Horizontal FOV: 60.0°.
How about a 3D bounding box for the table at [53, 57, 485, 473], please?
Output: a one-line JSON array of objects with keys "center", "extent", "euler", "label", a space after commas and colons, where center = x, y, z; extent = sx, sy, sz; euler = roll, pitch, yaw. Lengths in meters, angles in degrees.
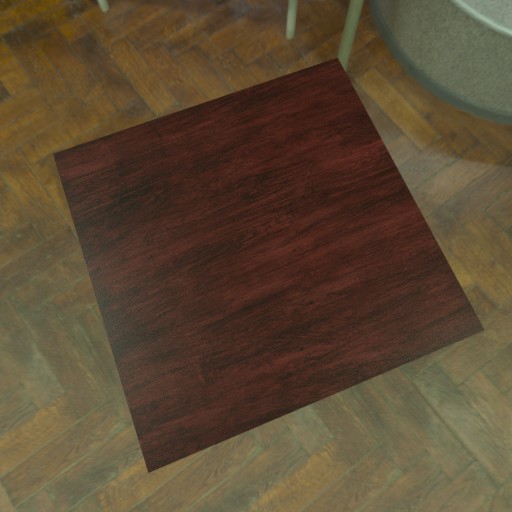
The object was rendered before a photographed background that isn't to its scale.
[{"center": [0.000, 0.000, 1.326], "extent": [0.865, 0.356, 0.865], "euler": [-21, 75, -6], "label": "table"}]
